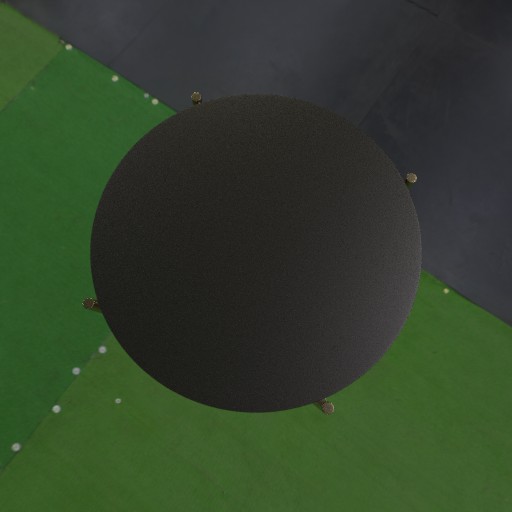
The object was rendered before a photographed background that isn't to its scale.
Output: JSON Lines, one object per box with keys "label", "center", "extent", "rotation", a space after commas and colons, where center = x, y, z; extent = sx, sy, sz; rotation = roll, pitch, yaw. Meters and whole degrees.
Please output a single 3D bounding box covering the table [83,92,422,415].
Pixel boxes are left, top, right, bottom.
{"label": "table", "center": [0.000, 0.000, 1.451], "extent": [0.938, 0.400, 0.938], "rotation": [37, 78, 9]}
